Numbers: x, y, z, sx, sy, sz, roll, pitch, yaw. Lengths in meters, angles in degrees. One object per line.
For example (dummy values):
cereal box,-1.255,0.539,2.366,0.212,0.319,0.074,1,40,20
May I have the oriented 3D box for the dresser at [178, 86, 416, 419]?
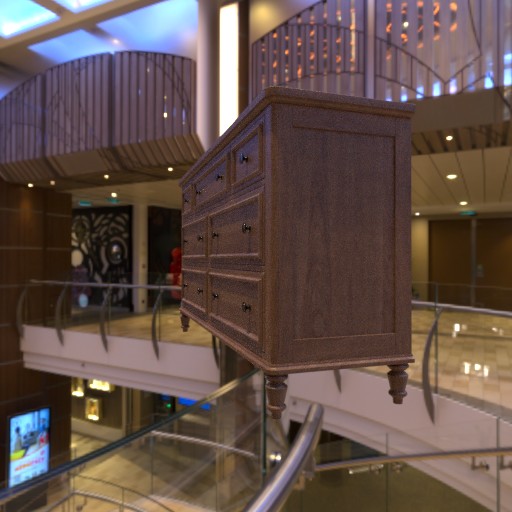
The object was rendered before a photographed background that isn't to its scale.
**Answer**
dresser,0.000,0.000,1.987,0.468,0.892,1.583,0,0,-19
